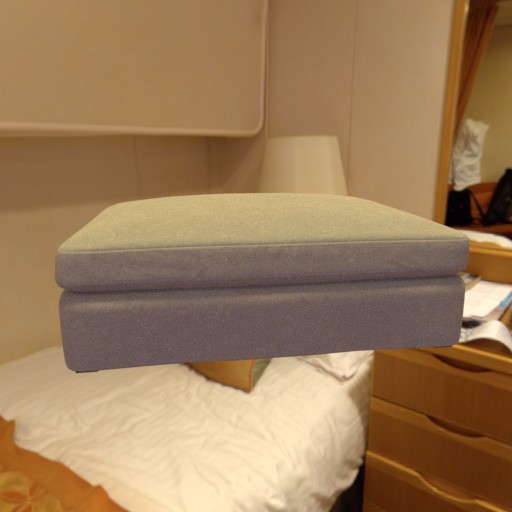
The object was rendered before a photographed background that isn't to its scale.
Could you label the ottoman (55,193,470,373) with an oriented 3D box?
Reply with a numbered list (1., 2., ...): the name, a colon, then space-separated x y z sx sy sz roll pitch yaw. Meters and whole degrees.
1. ottoman: 0.000 0.000 1.622 1.199 0.429 0.840 -2 15 -8
